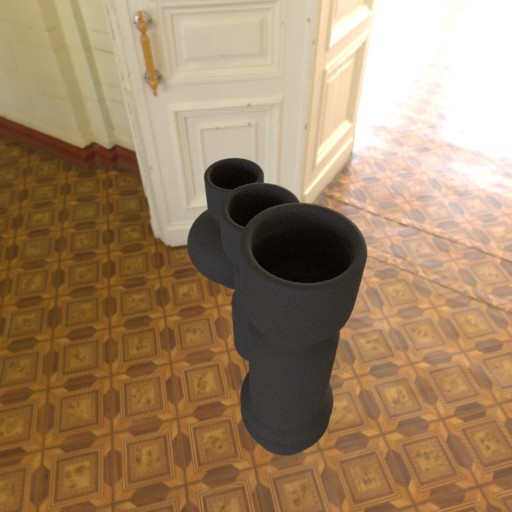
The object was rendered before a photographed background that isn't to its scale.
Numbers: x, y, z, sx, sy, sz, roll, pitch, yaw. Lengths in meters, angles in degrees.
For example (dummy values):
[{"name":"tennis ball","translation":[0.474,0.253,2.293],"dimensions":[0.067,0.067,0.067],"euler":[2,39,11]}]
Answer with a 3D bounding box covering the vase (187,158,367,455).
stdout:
[{"name":"vase","translation":[0.000,0.000,0.424],"dimensions":[0.120,0.249,0.307],"euler":[-10,47,-10]}]
